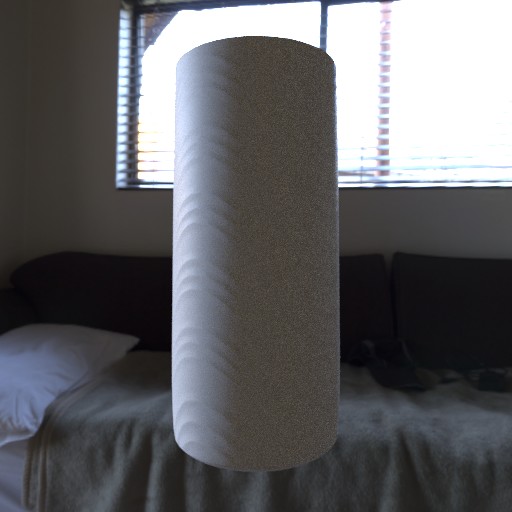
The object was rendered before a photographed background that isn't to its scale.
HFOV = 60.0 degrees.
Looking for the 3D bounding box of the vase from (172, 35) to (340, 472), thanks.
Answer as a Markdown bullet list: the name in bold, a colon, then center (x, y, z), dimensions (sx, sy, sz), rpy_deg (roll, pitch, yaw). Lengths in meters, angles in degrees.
- **vase**: center (0.000, 0.000, 0.384), dimensions (0.143, 0.316, 0.143), rpy_deg (0, 1, 0)
